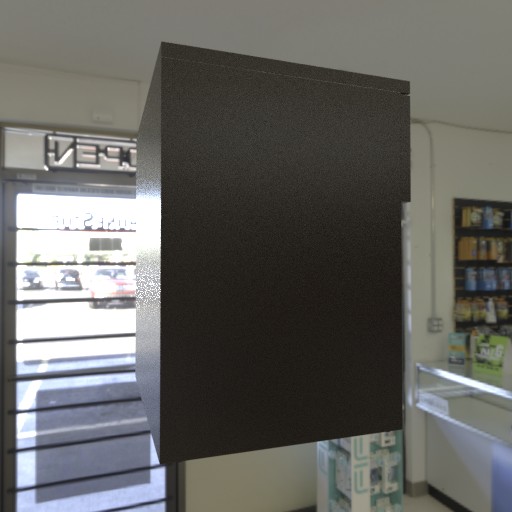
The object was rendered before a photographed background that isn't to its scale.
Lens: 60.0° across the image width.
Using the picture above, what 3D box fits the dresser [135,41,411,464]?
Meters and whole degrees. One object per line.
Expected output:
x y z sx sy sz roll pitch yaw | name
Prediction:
0.000 0.000 0.737 0.360 0.470 0.400 0 -1 -19 | dresser
